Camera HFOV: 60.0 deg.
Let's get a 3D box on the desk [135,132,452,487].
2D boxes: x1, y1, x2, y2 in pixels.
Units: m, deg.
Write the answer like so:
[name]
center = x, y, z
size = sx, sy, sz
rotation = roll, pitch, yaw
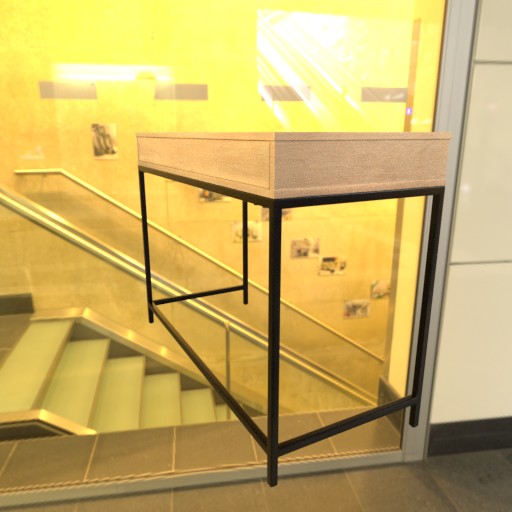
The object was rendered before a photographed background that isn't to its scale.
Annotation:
[desk]
center = 0.000, 0.000, 1.418
size = 0.470, 0.762, 1.016
rotation = -8, 17, -27
